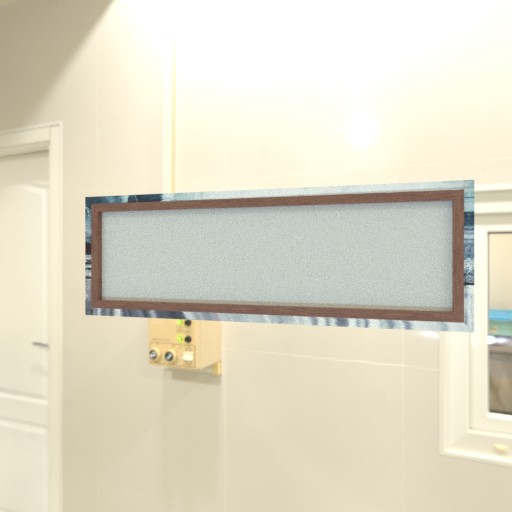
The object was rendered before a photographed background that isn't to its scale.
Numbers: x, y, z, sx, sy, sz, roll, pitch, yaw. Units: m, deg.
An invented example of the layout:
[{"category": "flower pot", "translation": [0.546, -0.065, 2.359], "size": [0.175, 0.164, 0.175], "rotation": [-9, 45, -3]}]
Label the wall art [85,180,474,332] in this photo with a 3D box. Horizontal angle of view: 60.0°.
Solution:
[{"category": "wall art", "translation": [0.000, 0.000, 1.707], "size": [1.524, 0.509, 0.037], "rotation": [0, 0, 17]}]
